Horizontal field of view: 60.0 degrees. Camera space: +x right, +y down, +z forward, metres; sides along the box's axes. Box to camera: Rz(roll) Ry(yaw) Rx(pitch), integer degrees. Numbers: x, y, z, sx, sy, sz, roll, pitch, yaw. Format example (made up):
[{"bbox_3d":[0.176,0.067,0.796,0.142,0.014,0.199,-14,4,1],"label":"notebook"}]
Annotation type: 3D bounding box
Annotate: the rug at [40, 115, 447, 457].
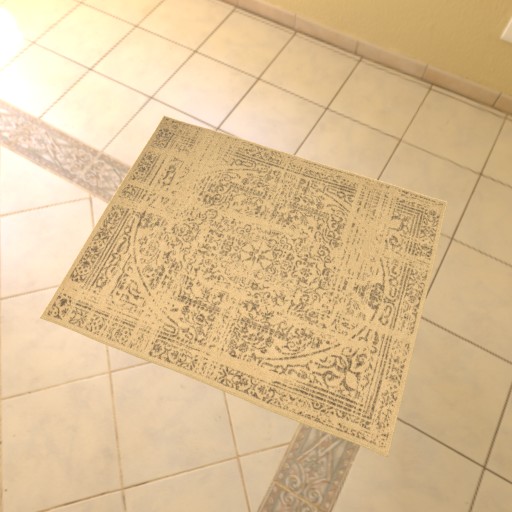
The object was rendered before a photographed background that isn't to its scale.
[{"bbox_3d":[0.000,0.000,3.850,2.921,0.032,2.311,19,66,9],"label":"rug"}]
